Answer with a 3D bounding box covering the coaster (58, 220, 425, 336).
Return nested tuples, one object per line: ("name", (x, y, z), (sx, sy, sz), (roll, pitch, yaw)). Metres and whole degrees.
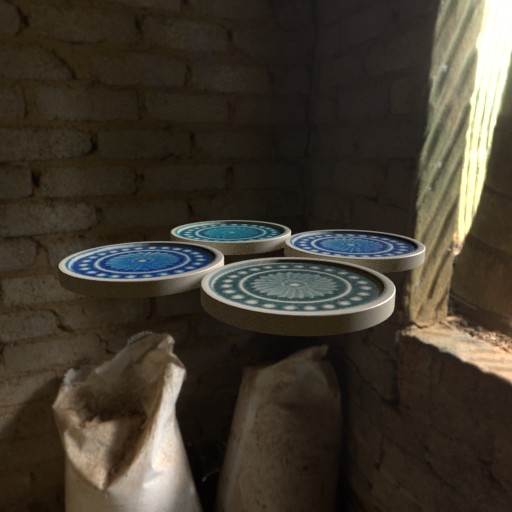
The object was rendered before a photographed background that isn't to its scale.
("coaster", (0.000, 0.000, 0.327), (0.220, 0.010, 0.224), (7, 16, 27))
